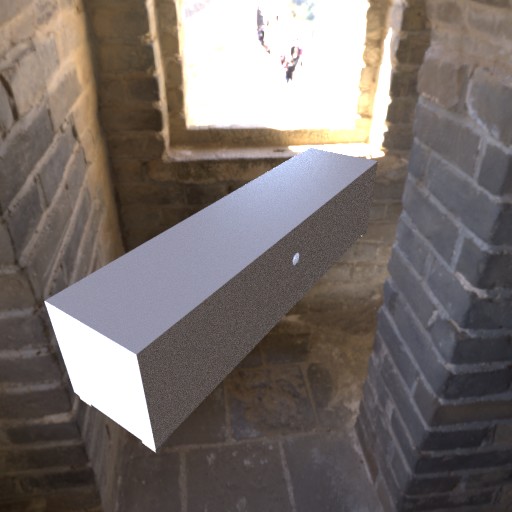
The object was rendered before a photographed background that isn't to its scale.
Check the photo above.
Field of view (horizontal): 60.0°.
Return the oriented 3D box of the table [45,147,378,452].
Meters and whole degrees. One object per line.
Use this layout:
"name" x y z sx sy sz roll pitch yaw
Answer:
"table" 0.000 0.000 1.905 0.390 0.420 1.650 20 38 28
